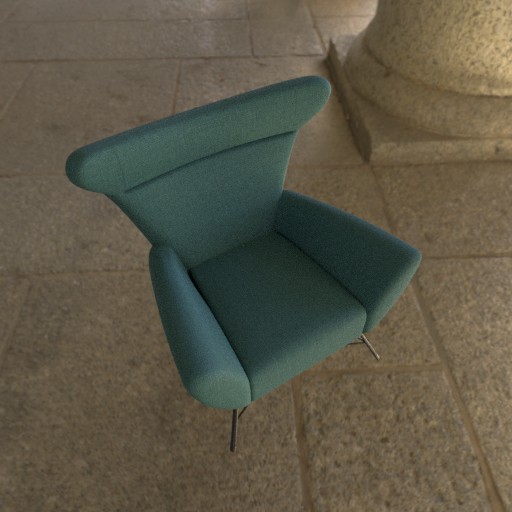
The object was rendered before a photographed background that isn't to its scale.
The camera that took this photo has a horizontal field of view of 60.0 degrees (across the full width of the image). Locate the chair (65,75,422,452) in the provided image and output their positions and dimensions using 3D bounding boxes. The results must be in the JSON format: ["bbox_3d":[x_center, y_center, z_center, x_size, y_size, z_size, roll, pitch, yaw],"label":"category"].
[{"bbox_3d":[0.000,0.000,1.744,1.050,0.980,0.900,-25,53,-21],"label":"chair"}]
